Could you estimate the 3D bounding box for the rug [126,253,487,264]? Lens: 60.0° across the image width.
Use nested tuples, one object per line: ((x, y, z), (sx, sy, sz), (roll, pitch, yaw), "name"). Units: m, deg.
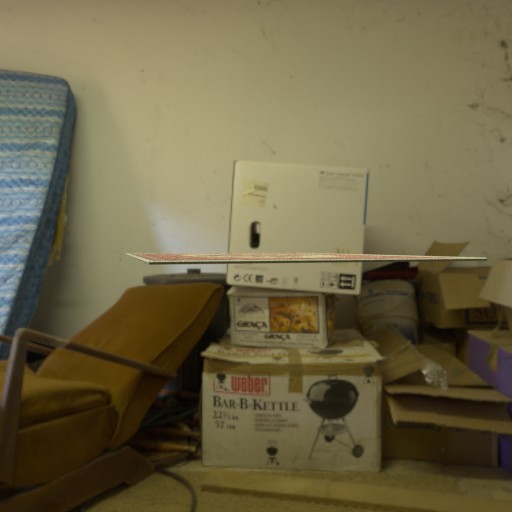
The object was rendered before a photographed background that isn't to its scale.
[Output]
((0.000, 0.000, 2.260), (1.217, 0.011, 1.747), (0, 1, -18), "rug")
